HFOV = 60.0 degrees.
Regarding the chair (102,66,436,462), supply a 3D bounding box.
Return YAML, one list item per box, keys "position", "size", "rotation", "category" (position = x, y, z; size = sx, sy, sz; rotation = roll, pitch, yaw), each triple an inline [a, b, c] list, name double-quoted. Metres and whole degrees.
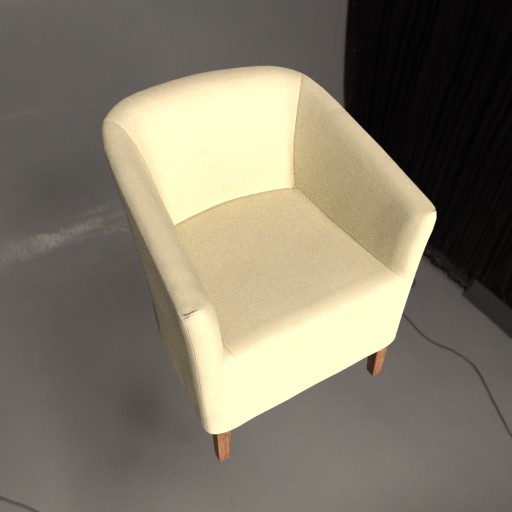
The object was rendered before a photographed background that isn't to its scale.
- position: [0.000, 0.000, 1.273]
  size: [0.643, 0.822, 0.657]
  rotation: [-21, 48, -21]
  category: "chair"
